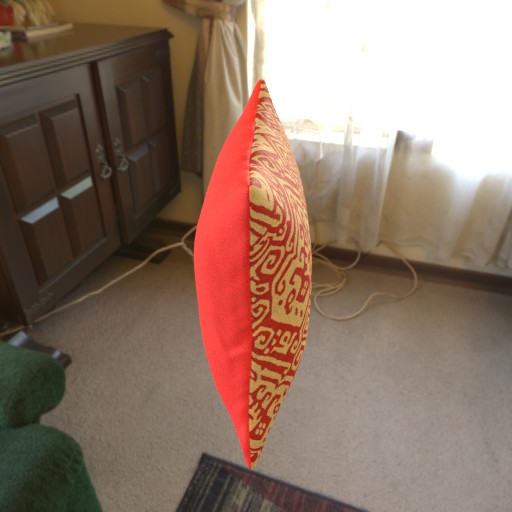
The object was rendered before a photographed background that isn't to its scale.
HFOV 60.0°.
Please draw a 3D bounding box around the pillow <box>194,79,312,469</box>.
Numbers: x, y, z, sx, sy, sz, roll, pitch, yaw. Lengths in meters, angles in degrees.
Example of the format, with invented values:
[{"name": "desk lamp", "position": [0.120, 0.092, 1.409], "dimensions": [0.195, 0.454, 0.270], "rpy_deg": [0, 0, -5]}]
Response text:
[{"name": "pillow", "position": [0.000, 0.000, 0.806], "dimensions": [0.192, 0.507, 0.522], "rpy_deg": [1, 33, 2]}]
